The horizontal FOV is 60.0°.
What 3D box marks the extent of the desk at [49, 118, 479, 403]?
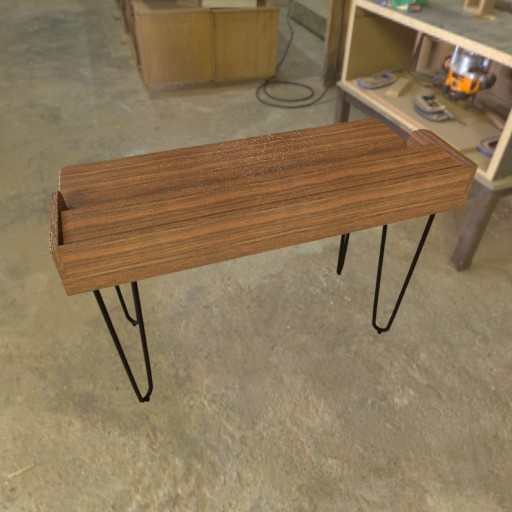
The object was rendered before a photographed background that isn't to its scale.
[{"bbox_3d":[0.000,0.000,1.648,1.200,0.854,0.565,-13,44,-14],"label":"desk"}]
